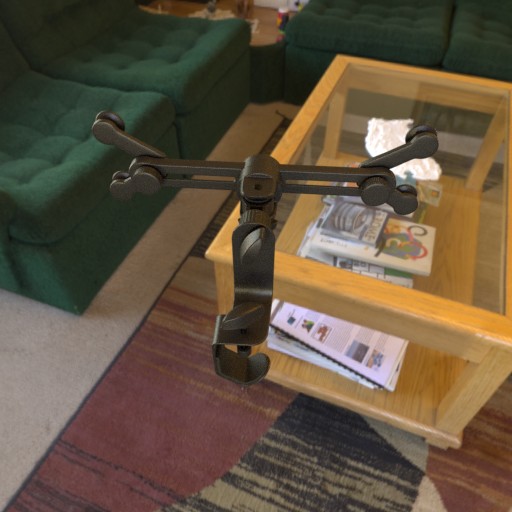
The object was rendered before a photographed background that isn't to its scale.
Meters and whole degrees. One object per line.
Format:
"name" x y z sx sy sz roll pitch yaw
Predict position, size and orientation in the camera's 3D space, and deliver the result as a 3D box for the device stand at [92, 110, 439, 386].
"device stand" 0.000 0.000 0.355 0.270 0.166 0.142 3 47 3
